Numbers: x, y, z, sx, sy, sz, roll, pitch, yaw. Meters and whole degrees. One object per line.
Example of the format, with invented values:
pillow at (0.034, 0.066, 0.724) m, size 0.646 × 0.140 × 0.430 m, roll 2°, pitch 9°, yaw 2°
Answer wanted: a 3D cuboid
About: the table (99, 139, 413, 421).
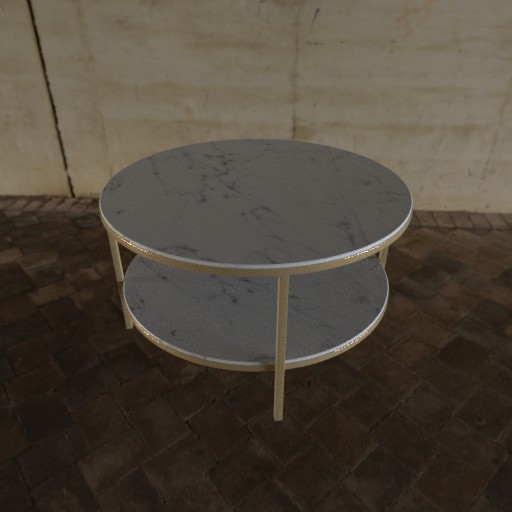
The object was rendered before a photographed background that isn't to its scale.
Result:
table at (0.000, 0.000, 1.292) m, size 0.800 × 0.450 × 0.800 m, roll 0°, pitch 32°, yaw 0°
